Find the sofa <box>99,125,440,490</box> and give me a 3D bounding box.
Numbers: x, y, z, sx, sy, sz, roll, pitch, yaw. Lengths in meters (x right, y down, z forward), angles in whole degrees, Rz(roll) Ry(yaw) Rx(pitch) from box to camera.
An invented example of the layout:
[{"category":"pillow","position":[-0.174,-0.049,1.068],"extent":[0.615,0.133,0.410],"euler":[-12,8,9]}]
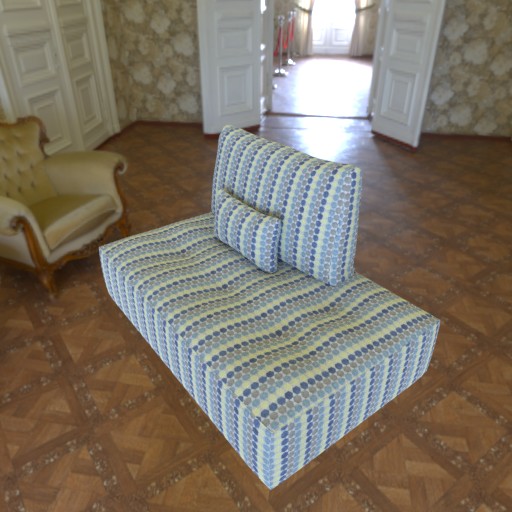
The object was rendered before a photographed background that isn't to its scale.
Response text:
[{"category":"sofa","position":[0.000,0.000,2.004],"extent":[1.000,0.820,1.450],"euler":[-21,37,-31]}]
